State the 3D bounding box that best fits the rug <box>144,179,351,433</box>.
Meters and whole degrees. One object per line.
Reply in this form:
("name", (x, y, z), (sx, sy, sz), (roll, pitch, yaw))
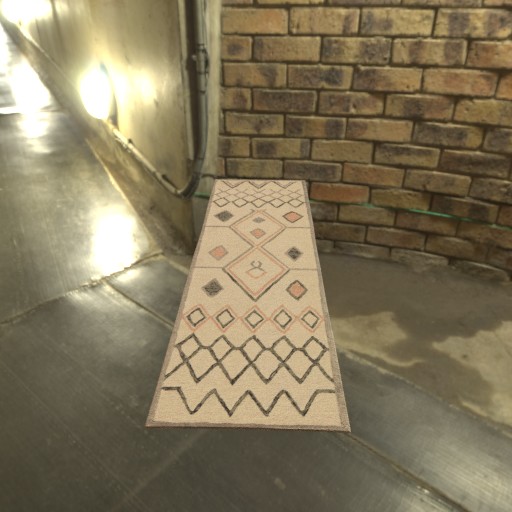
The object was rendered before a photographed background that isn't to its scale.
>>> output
("rug", (0.000, 0.000, 2.645), (0.750, 0.011, 2.435), (1, 31, 1))
